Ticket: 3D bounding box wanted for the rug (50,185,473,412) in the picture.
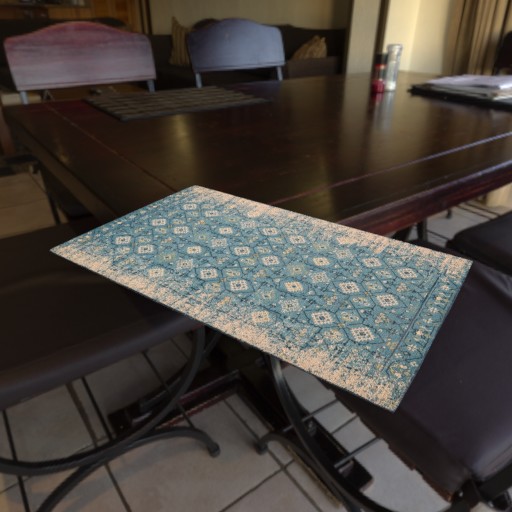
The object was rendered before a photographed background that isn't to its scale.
[{"bbox_3d":[0.000,0.000,2.183,1.795,0.008,1.102,19,35,29],"label":"rug"}]
